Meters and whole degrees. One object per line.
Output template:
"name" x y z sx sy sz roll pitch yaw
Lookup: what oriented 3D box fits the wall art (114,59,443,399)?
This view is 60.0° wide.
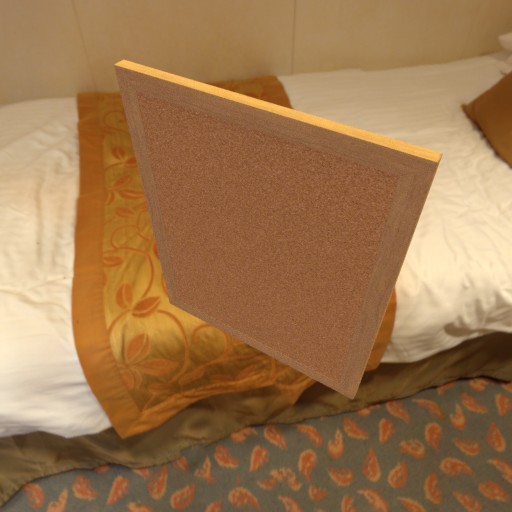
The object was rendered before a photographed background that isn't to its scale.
"wall art" 0.000 0.000 0.759 0.460 0.561 0.020 24 51 21
